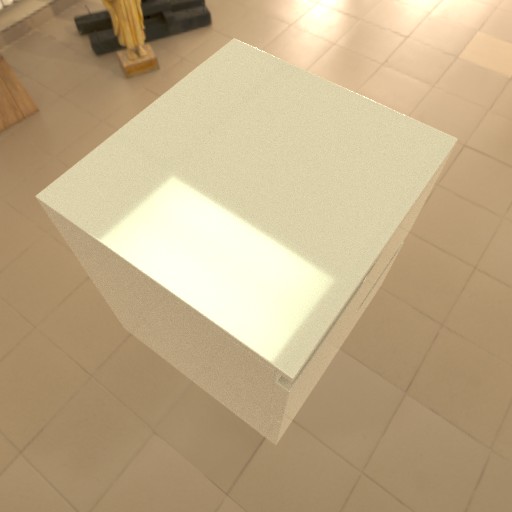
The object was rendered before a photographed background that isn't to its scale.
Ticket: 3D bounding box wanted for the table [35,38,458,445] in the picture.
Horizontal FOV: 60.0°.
[{"bbox_3d":[0.000,0.000,0.800,0.400,0.470,0.420,32,64,18],"label":"table"}]
